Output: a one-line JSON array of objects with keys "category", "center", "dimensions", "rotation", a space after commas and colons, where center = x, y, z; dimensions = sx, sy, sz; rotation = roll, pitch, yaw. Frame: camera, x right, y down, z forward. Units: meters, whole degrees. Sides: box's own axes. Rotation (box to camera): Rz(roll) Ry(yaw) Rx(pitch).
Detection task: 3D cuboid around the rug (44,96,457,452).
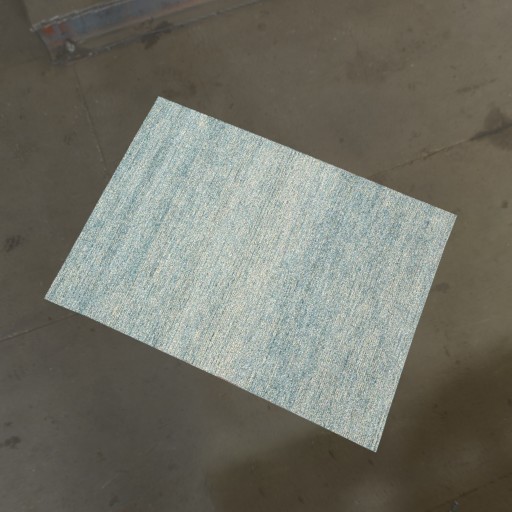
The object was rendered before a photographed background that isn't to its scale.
[{"category": "rug", "center": [0.000, 0.000, 2.901], "dimensions": [2.260, 0.026, 1.611], "rotation": [23, 77, 6]}]
